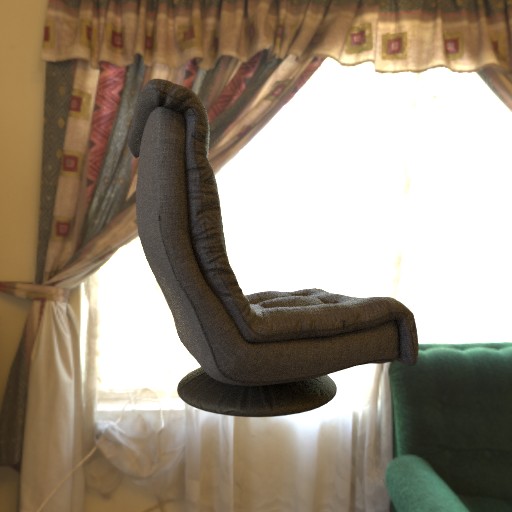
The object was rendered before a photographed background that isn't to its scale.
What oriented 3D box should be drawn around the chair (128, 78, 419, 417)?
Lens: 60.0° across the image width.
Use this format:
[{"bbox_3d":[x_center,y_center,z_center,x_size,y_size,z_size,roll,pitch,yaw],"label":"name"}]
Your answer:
[{"bbox_3d":[0.000,0.000,1.227,0.668,0.749,0.597,0,0,-19],"label":"chair"}]
